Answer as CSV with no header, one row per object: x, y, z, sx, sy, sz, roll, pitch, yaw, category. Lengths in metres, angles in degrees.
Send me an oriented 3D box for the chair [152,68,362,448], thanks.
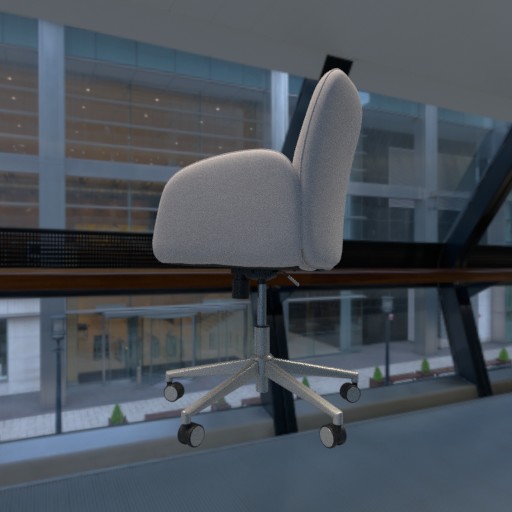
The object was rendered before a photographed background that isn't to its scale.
0.000,0.000,1.376,0.633,0.959,0.648,0,0,19,chair
